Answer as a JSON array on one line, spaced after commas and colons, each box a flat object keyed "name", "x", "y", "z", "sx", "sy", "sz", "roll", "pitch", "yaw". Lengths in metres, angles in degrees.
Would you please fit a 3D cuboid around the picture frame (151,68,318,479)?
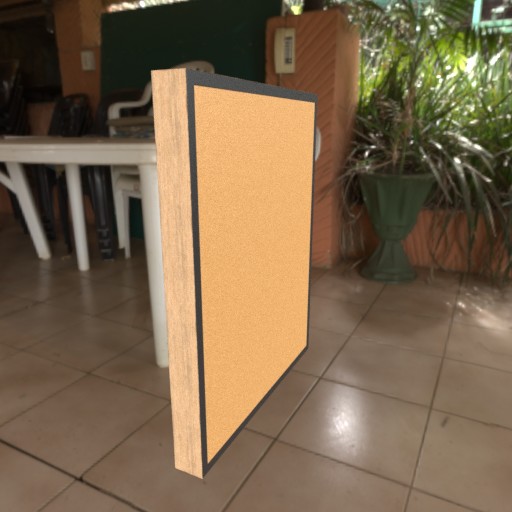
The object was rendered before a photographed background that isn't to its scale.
[{"name": "picture frame", "x": 0.000, "y": 0.000, "z": 0.729, "sx": 0.046, "sy": 0.526, "sz": 0.421, "roll": 8, "pitch": 18, "yaw": 26}]
